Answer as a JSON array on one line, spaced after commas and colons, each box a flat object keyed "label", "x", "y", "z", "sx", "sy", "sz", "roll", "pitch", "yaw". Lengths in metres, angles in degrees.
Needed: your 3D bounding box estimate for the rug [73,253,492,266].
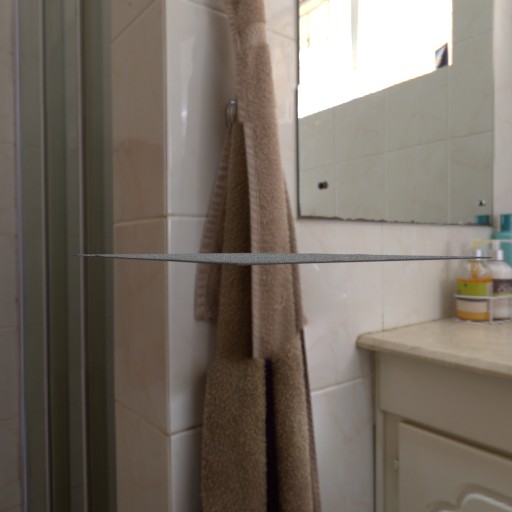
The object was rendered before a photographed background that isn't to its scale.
[{"label": "rug", "x": 0.000, "y": 0.000, "z": 4.060, "sx": 2.456, "sy": 0.021, "sz": 3.068, "roll": -1, "pitch": 1, "yaw": -36}]
